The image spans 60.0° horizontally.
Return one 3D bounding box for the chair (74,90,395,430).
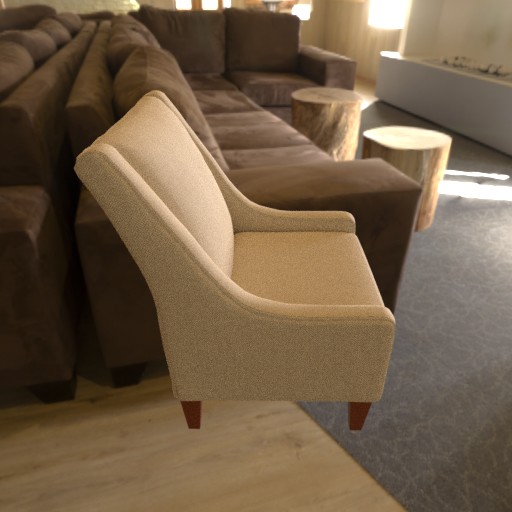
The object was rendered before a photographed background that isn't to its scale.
[{"bbox_3d":[0.000,0.000,1.608,0.870,1.014,0.774,0,31,1],"label":"chair"}]
